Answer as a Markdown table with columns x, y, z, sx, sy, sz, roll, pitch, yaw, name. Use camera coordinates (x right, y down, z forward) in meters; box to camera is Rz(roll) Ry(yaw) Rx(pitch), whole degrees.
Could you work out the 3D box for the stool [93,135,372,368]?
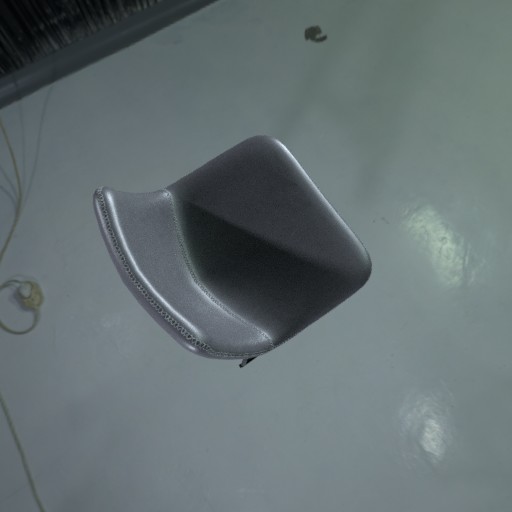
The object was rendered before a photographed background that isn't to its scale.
| x | y | z | sx | sy | sz | roll | pitch | yaw | name |
| --- | --- | --- | --- | --- | --- | --- | --- | --- | --- |
| 0.000 | 0.000 | 1.193 | 0.546 | 0.876 | 0.470 | -34 | 78 | -8 | stool |
